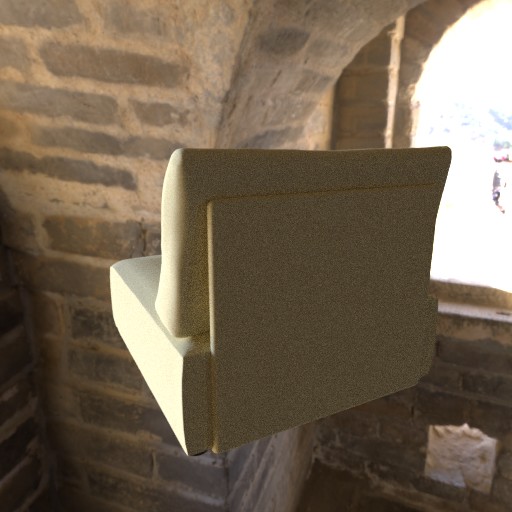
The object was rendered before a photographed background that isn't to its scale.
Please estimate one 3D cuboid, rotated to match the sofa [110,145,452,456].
[{"bbox_3d":[0.000,0.000,1.681,0.930,0.820,1.000,-8,17,-27],"label":"sofa"}]
